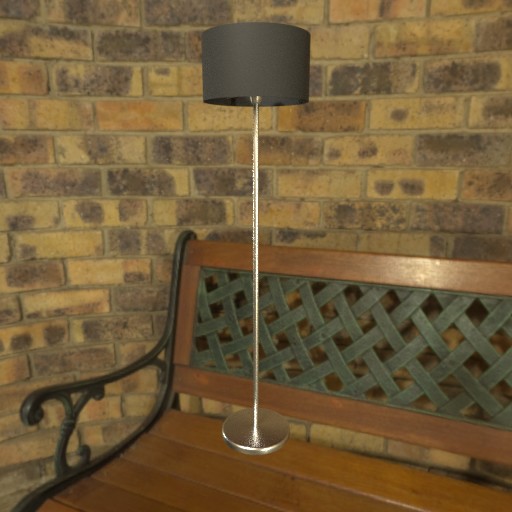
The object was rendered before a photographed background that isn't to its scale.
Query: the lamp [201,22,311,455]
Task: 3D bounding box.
[{"bbox_3d":[0.000,0.000,1.590,0.348,1.443,0.348,-2,14,-8],"label":"lamp"}]
